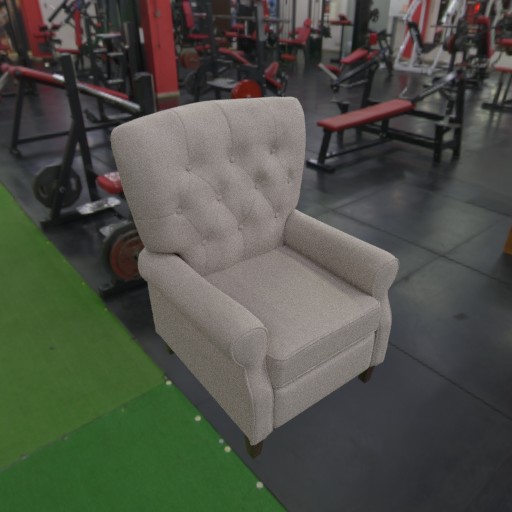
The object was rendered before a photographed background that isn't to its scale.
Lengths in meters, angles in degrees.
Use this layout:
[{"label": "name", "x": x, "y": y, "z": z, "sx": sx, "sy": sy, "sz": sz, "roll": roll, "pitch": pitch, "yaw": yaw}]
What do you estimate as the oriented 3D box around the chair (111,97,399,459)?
[{"label": "chair", "x": 0.000, "y": 0.000, "z": 1.969, "sx": 0.942, "sy": 1.209, "sz": 1.025, "roll": -21, "pitch": 37, "yaw": -31}]
